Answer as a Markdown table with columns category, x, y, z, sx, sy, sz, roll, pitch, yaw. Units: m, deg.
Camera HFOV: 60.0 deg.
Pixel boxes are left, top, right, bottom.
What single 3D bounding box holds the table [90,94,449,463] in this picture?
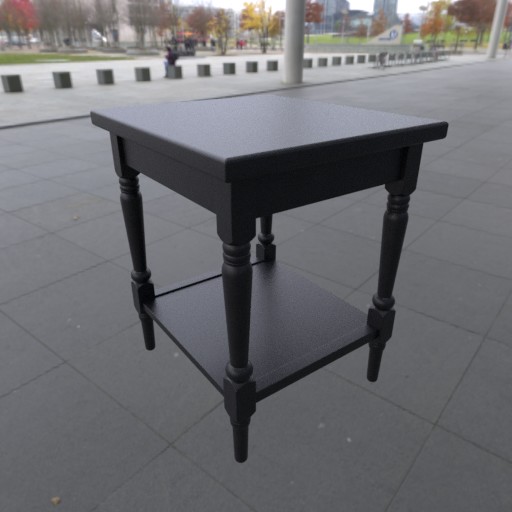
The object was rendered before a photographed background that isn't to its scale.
| category | x | y | z | sx | sy | sz | roll | pitch | yaw |
| --- | --- | --- | --- | --- | --- | --- | --- | --- | --- |
| table | 0.000 | 0.000 | 0.921 | 0.442 | 0.565 | 0.488 | -18 | 31 | -32 |
